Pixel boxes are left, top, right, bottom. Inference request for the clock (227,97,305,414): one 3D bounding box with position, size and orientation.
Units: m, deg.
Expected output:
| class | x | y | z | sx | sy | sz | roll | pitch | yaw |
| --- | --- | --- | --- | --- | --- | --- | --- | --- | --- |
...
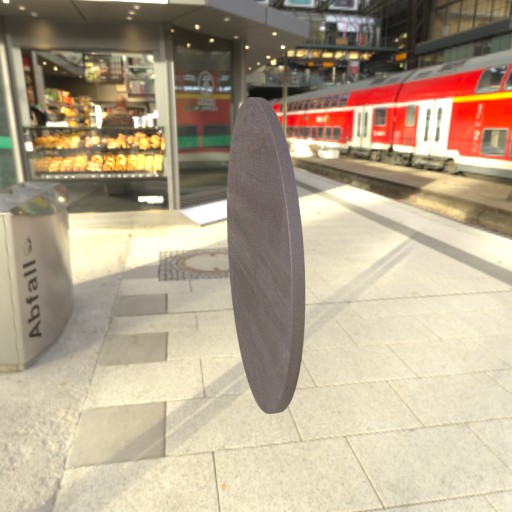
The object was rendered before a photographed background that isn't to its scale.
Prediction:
| class | x | y | z | sx | sy | sz | roll | pitch | yaw |
| --- | --- | --- | --- | --- | --- | --- | --- | --- | --- |
| clock | 0.000 | 0.000 | 0.884 | 0.029 | 0.595 | 0.595 | -4 | 17 | -12 |
